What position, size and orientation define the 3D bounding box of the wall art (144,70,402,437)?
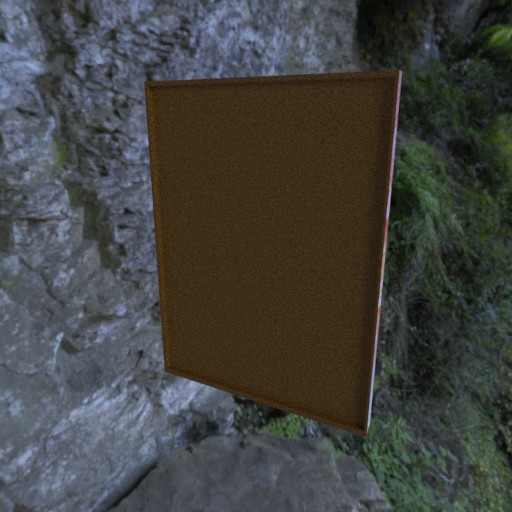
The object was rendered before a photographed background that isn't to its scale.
[{"bbox_3d":[0.000,0.000,1.351,0.762,1.015,0.031,9,20,27],"label":"wall art"}]
